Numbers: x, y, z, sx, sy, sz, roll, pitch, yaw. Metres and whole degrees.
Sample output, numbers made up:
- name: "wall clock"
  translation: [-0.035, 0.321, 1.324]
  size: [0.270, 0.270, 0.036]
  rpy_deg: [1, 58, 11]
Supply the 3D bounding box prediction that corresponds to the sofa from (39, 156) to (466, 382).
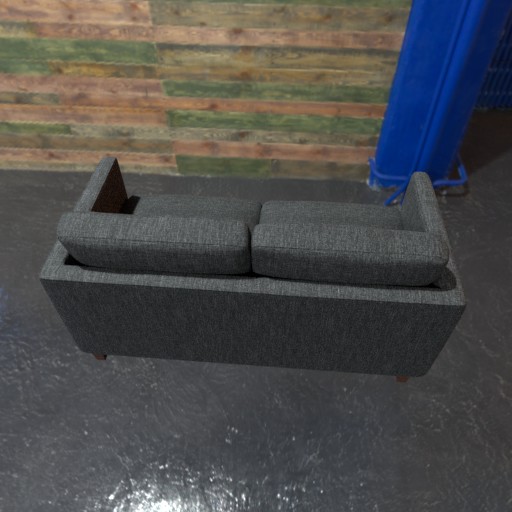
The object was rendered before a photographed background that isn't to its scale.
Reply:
- name: "sofa"
  translation: [0.000, 0.000, 2.407]
  size: [1.884, 0.963, 0.950]
  rpy_deg: [3, 48, 3]
